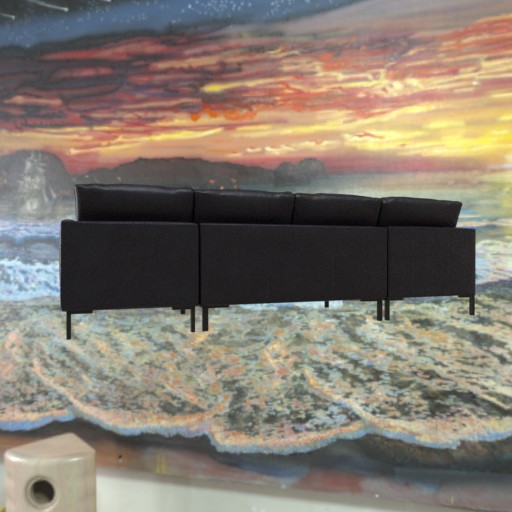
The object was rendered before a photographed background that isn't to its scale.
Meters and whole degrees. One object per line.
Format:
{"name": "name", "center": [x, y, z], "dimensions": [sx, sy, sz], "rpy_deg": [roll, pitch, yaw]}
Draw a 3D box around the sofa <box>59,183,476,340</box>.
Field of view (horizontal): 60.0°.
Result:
{"name": "sofa", "center": [0.000, 0.000, 3.799], "dimensions": [2.956, 0.900, 1.939], "rpy_deg": [0, 1, -19]}
